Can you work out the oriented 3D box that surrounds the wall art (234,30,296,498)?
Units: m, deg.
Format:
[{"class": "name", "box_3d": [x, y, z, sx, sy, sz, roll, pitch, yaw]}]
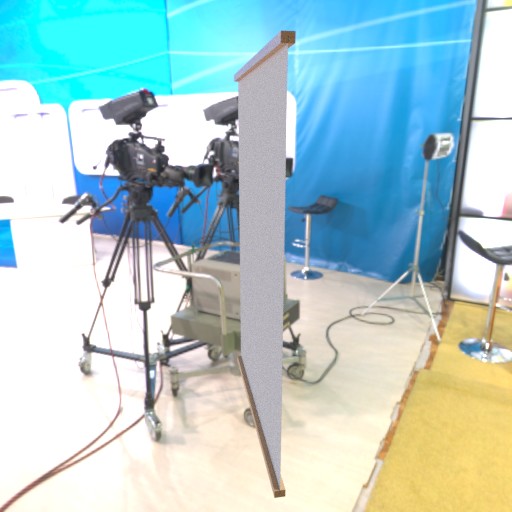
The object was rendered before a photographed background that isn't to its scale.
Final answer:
[{"class": "wall art", "box_3d": [0.000, 0.000, 0.746, 0.016, 0.611, 0.401, -3, 16, -10]}]
